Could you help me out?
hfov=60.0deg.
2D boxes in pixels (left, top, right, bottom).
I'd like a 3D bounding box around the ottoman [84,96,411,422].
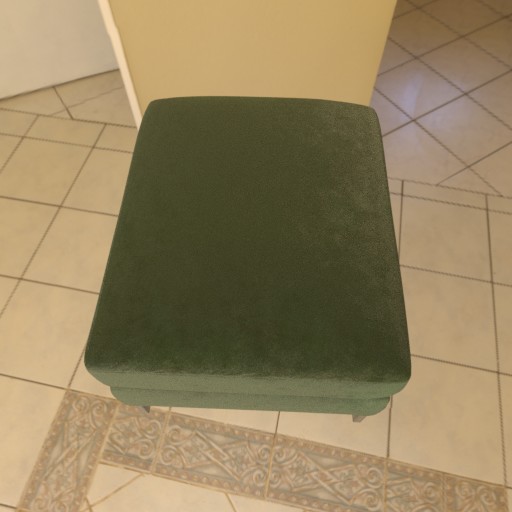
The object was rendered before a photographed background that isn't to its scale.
[{"bbox_3d":[0.000,0.000,1.296,0.701,0.538,0.839,2,59,1],"label":"ottoman"}]
